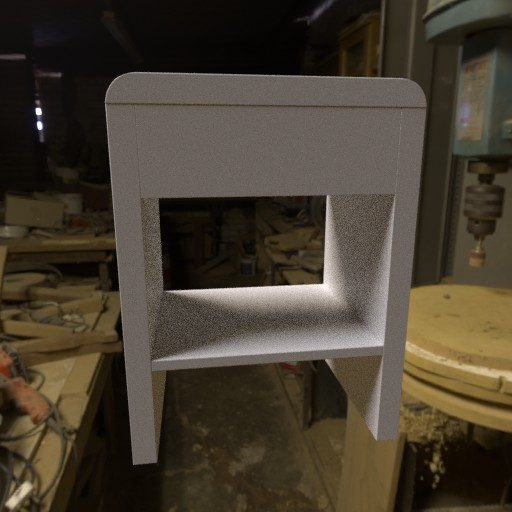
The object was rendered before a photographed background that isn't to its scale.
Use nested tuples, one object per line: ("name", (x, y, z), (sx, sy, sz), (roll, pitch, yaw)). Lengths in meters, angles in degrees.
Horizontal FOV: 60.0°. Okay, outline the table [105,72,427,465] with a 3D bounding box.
("table", (0.000, 0.000, 0.840), (0.450, 0.590, 0.350), (-2, 14, -8))
